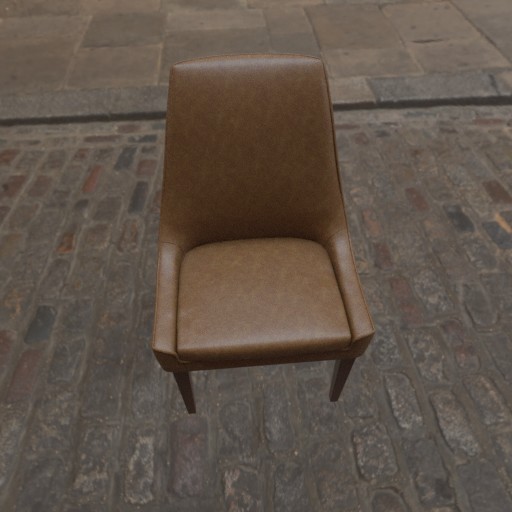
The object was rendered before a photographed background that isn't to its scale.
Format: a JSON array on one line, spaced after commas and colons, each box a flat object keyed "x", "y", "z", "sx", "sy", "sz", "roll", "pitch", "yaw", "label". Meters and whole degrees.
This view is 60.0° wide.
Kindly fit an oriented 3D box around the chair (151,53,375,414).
[{"x": 0.000, "y": 0.000, "z": 1.190, "sx": 0.529, "sy": 0.861, "sz": 0.544, "roll": -4, "pitch": 48, "yaw": -3, "label": "chair"}]
